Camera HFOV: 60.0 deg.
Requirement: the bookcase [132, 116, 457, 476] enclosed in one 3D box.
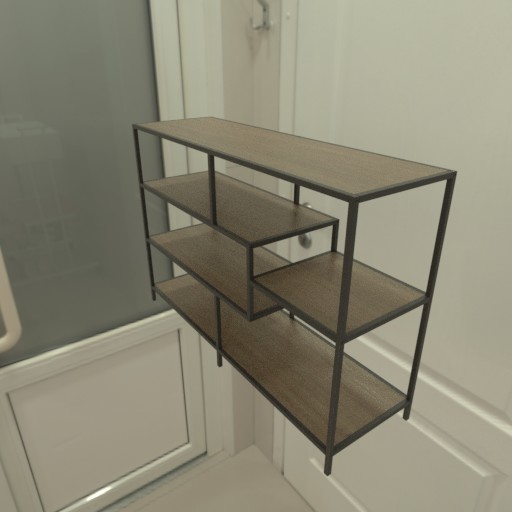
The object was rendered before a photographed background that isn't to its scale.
[{"bbox_3d":[0.000,0.000,1.535,0.350,0.780,1.140,-17,30,-32],"label":"bookcase"}]
